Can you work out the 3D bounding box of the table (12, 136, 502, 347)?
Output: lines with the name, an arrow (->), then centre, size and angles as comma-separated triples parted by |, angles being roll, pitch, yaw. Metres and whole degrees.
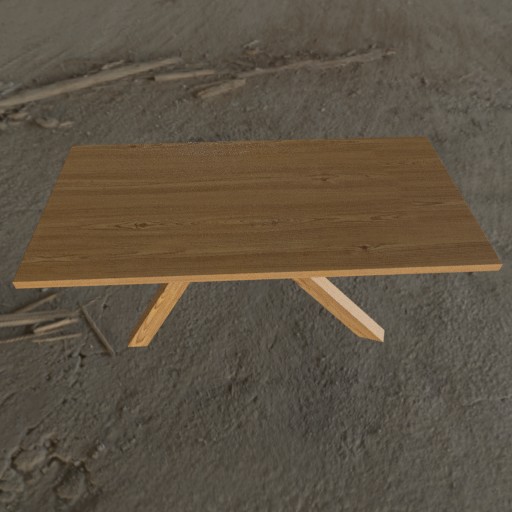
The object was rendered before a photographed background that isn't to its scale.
table -> 0.000, 0.000, 2.202 | 1.797, 0.750, 0.901 | -2, 46, -2
